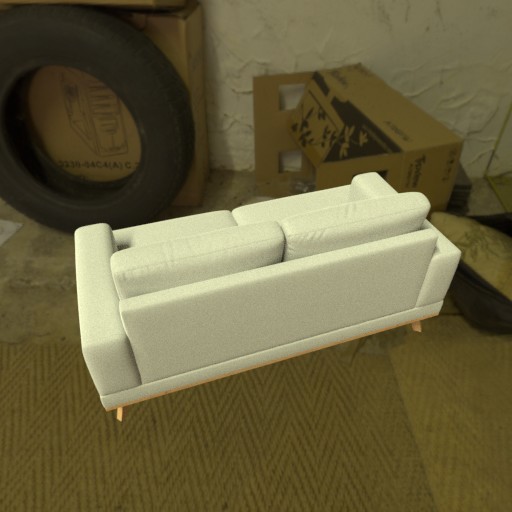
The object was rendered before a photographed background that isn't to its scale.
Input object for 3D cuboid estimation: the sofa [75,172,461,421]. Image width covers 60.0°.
[{"bbox_3d":[0.000,0.000,2.148,1.651,0.810,0.915,-13,42,-14],"label":"sofa"}]
